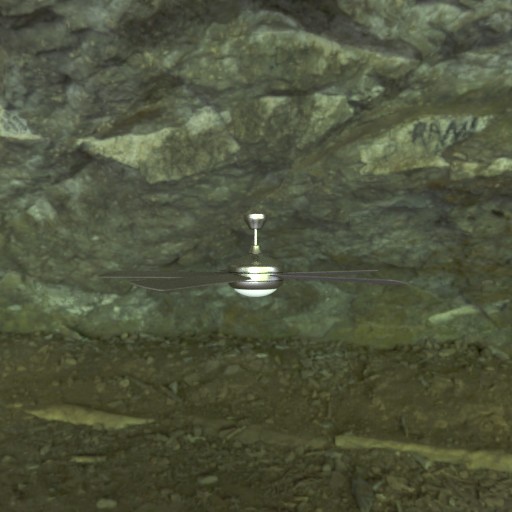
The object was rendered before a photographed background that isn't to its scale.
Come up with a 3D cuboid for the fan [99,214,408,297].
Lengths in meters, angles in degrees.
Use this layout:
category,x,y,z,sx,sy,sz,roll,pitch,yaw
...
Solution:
category,x,y,z,sx,sy,sz,roll,pitch,yaw
fan,0.000,0.000,1.934,1.321,0.356,1.321,0,1,-38
